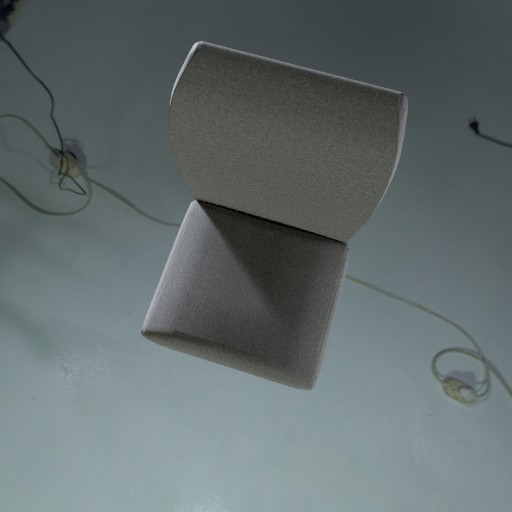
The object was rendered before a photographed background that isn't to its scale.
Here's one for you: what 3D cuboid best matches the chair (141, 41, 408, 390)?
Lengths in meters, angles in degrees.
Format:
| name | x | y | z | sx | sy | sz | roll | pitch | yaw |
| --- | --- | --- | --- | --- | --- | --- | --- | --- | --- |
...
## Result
| name | x | y | z | sx | sy | sz | roll | pitch | yaw |
| --- | --- | --- | --- | --- | --- | --- | --- | --- | --- |
| chair | 0.000 | 0.000 | 1.183 | 0.513 | 0.804 | 0.592 | 15 | 74 | 4 |
